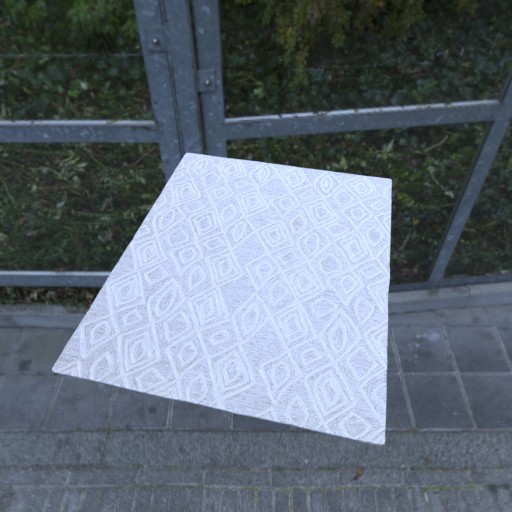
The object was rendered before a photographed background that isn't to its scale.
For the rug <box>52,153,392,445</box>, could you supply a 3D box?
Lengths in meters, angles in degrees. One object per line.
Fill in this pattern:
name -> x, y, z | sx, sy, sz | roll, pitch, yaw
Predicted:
rug -> 0.000, 0.000, 4.144 | 2.449, 0.025, 3.049 | 9, 46, 9
